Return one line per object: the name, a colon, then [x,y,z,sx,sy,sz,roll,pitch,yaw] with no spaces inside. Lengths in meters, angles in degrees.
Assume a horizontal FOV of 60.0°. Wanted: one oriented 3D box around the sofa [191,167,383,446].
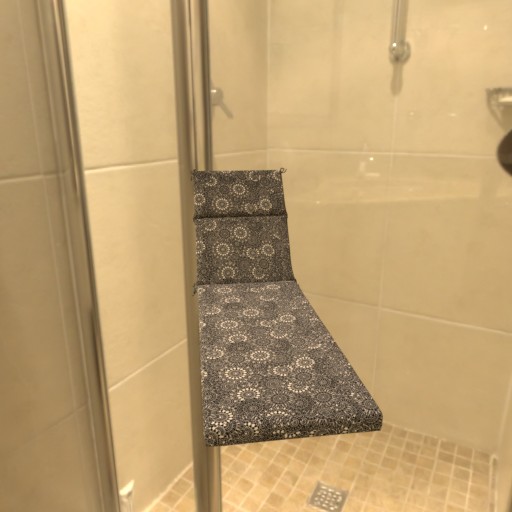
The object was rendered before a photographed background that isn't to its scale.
sofa: [0.000,0.000,1.953,0.582,0.622,1.663,-2,17,-8]
